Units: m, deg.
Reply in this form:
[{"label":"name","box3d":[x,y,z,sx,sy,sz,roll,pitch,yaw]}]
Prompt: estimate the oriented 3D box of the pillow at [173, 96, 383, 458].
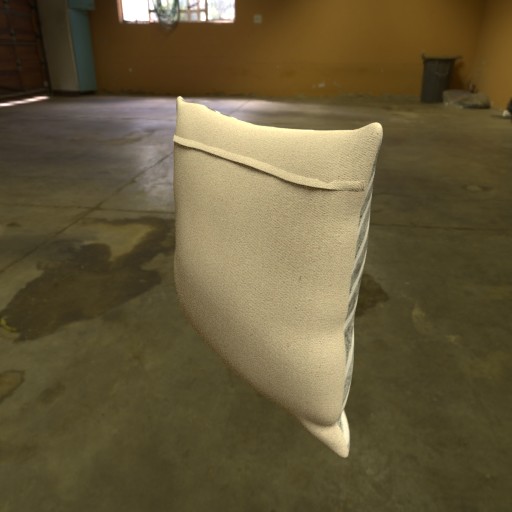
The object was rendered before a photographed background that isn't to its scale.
[{"label":"pillow","box3d":[0.000,0.000,0.674,0.182,0.441,0.440,-17,30,-32]}]
